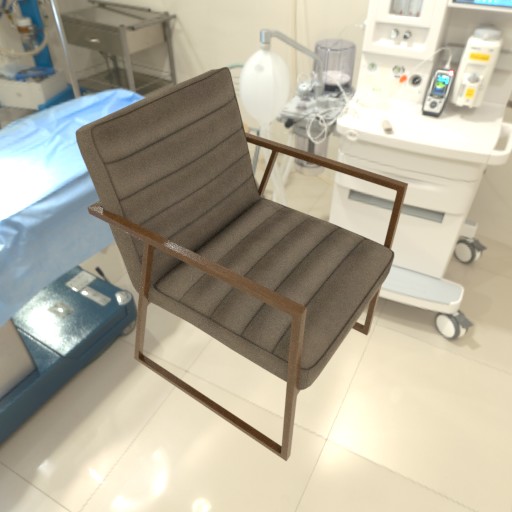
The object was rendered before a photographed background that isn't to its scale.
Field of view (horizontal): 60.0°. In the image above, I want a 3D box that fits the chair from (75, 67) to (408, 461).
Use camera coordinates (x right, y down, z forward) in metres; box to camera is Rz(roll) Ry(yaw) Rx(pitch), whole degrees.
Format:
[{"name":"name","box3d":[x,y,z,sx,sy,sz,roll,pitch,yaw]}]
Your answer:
[{"name":"chair","box3d":[0.000,0.000,1.301,0.682,0.843,0.578,25,47,26]}]
